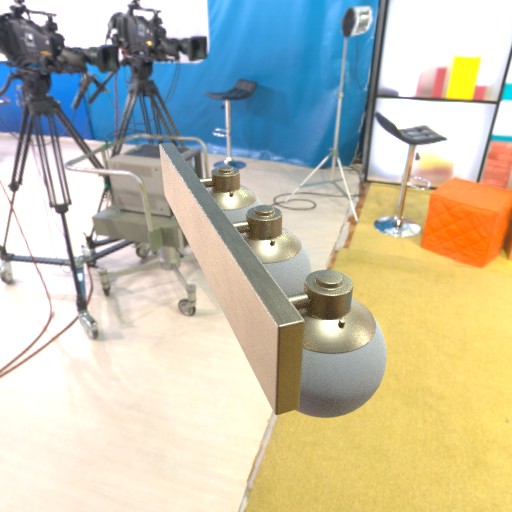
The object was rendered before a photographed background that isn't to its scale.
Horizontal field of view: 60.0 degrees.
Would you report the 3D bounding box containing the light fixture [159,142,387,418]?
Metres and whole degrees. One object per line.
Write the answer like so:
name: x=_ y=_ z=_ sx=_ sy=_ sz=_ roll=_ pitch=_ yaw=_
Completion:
light fixture: x=0.000 y=0.000 z=0.842 sx=0.218 sy=0.263 sz=0.721 roll=-10 pitch=31 yaw=-17
